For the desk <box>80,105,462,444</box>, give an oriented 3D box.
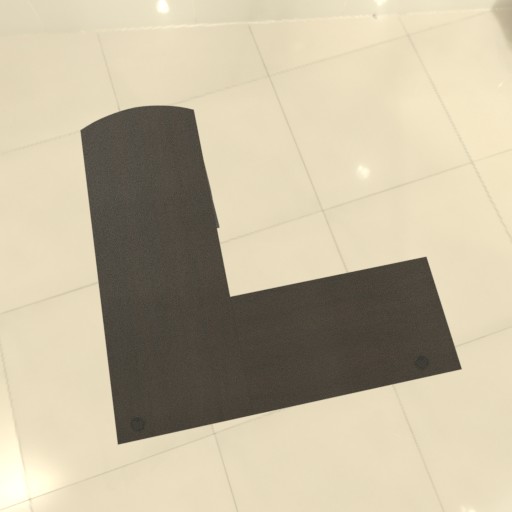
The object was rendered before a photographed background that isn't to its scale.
[{"bbox_3d":[0.000,0.000,2.149,1.303,0.716,1.361,-11,76,-3],"label":"desk"}]
